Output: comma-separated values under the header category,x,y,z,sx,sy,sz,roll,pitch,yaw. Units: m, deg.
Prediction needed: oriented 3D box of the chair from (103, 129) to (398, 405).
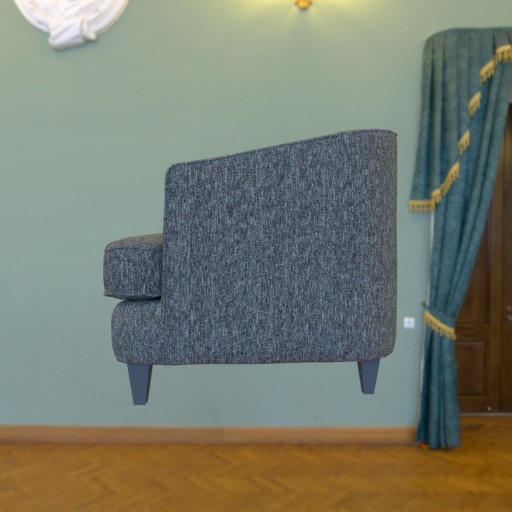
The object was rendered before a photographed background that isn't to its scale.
category,x,y,z,sx,sy,sz,roll,pitch,yaw
chair,0.000,0.000,1.798,0.941,0.852,1.104,0,2,-1
